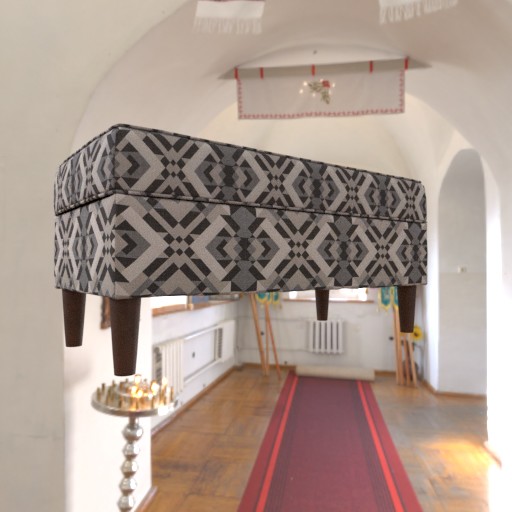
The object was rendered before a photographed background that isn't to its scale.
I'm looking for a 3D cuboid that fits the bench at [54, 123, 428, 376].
[{"bbox_3d":[0.000,0.000,1.290,1.016,0.477,0.492,1,-1,-36],"label":"bench"}]
